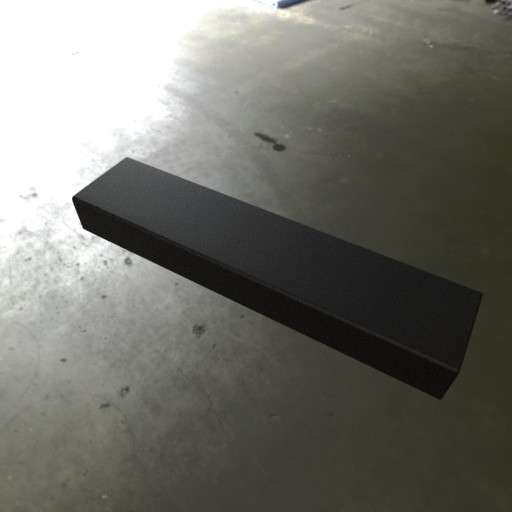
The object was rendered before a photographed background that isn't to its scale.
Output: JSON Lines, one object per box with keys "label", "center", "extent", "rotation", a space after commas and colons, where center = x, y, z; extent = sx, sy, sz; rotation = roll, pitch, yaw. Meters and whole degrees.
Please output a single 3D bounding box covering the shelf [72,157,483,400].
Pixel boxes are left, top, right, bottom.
{"label": "shelf", "center": [0.000, 0.000, 0.499], "extent": [0.456, 0.053, 0.102], "rotation": [23, 51, 20]}
